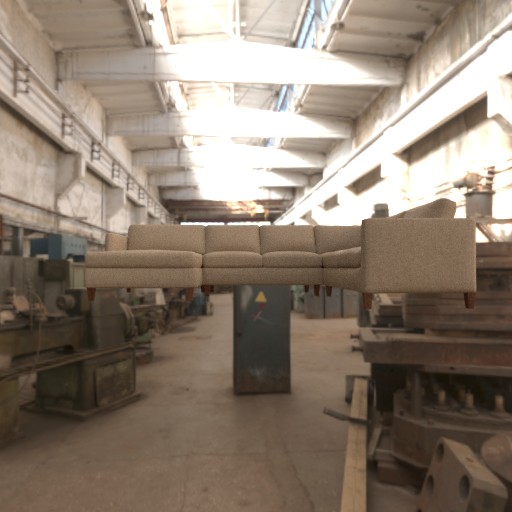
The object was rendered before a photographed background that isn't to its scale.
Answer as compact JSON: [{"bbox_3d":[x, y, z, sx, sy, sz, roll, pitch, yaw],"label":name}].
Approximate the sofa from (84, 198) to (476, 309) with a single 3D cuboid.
[{"bbox_3d":[0.000,0.000,4.638,3.403,0.889,2.551,0,-2,-2],"label":"sofa"}]
